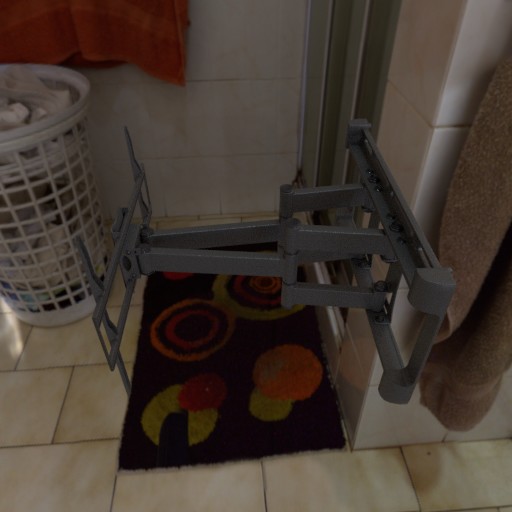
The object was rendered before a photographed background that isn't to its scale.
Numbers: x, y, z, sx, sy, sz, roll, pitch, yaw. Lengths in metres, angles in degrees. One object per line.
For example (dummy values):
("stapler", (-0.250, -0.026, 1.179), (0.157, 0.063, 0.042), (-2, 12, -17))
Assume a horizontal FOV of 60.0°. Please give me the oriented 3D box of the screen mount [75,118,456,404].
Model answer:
("screen mount", (0.000, 0.000, 0.949), (0.556, 0.424, 0.571), (-1, 41, -2))
